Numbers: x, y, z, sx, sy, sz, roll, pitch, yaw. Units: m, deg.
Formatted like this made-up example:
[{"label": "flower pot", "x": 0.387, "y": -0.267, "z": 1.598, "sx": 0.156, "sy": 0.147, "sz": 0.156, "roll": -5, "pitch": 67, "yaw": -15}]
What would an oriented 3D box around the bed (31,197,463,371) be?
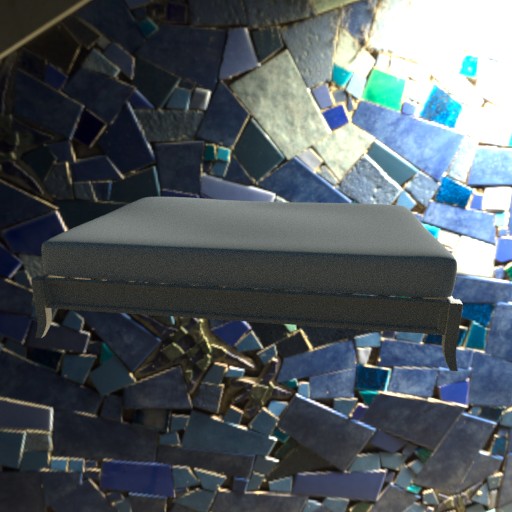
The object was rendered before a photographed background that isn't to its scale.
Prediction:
[{"label": "bed", "x": 0.000, "y": 0.000, "z": 2.666, "sx": 1.985, "sy": 0.510, "sz": 1.460, "roll": 3, "pitch": 17, "yaw": 9}]
